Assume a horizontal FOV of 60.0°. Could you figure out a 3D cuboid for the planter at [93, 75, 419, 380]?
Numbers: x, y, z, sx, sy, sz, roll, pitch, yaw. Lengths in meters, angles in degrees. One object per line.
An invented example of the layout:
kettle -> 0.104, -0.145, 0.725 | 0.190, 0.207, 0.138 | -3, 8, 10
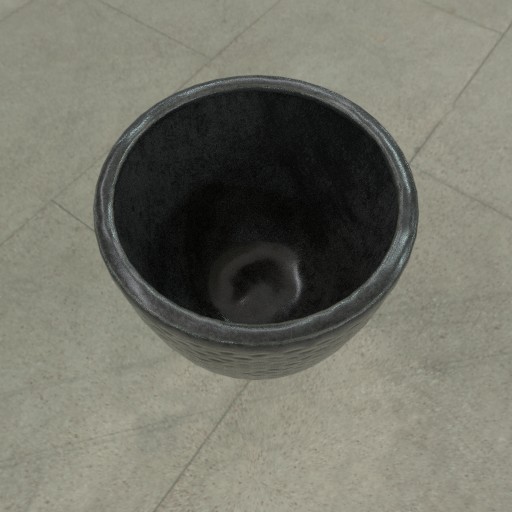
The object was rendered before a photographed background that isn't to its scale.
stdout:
planter -> 0.000, 0.000, 0.303 | 0.172, 0.160, 0.172 | 0, 63, 0
